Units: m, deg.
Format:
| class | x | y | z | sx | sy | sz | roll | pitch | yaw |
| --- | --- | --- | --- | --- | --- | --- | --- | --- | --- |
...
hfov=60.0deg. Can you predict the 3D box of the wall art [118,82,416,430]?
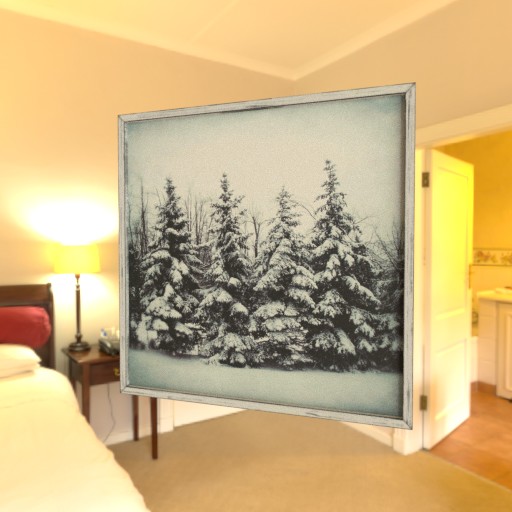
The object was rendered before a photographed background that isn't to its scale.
| class | x | y | z | sx | sy | sz | roll | pitch | yaw |
| --- | --- | --- | --- | --- | --- | --- | --- | --- | --- |
| wall art | 0.000 | 0.000 | 0.452 | 0.303 | 0.303 | 0.036 | 0 | 2 | 19 |
